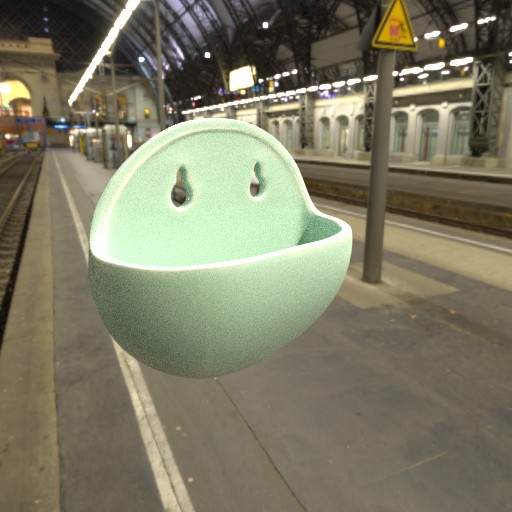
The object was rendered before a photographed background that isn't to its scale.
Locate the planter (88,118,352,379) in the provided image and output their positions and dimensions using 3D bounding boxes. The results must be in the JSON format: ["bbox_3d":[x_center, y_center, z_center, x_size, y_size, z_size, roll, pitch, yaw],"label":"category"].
[{"bbox_3d":[0.000,0.000,0.272,0.073,0.164,0.189,14,20,43],"label":"planter"}]
